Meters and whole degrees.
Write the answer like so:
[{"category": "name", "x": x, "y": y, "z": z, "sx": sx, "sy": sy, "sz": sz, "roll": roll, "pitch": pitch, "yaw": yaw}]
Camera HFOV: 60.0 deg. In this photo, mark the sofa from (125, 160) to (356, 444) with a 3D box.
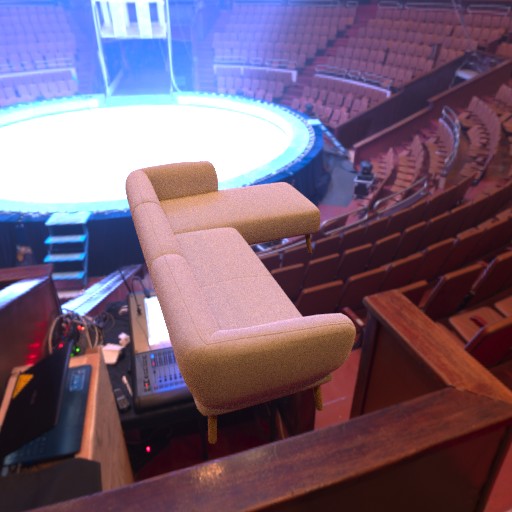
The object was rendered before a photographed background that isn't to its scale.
[{"category": "sofa", "x": 0.000, "y": 0.000, "z": 3.281, "sx": 1.610, "sy": 0.730, "sz": 2.660, "roll": -10, "pitch": 31, "yaw": -18}]
